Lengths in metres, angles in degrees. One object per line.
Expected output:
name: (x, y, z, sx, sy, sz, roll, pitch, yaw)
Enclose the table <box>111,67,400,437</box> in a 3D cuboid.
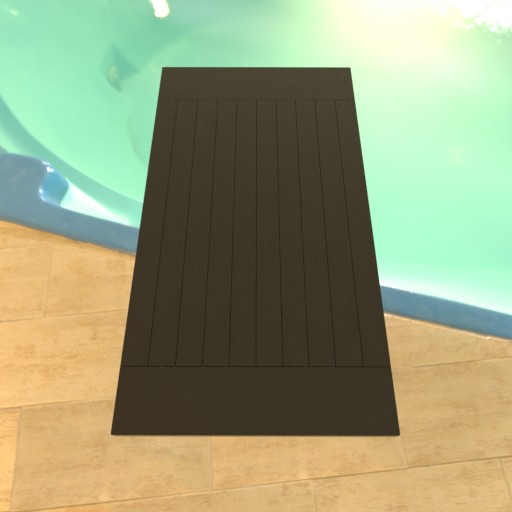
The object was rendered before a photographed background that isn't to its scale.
table: (0.000, 0.000, 1.353, 0.600, 0.494, 1.062, 0, 63, 0)
